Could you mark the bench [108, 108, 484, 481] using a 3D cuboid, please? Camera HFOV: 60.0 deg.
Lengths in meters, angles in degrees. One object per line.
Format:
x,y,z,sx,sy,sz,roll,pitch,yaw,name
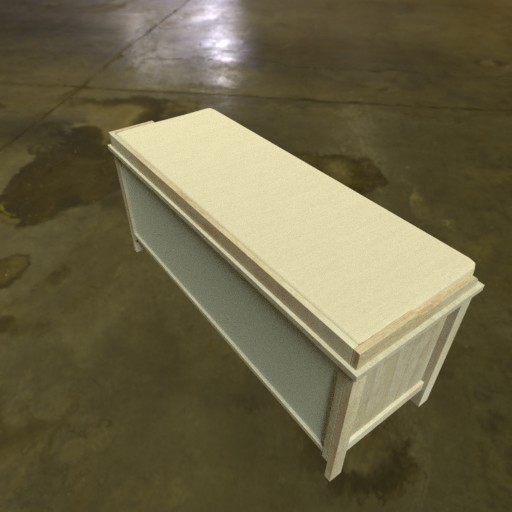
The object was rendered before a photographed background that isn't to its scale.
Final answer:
0.000,0.000,1.357,0.398,0.501,1.140,-25,46,-27,bench
